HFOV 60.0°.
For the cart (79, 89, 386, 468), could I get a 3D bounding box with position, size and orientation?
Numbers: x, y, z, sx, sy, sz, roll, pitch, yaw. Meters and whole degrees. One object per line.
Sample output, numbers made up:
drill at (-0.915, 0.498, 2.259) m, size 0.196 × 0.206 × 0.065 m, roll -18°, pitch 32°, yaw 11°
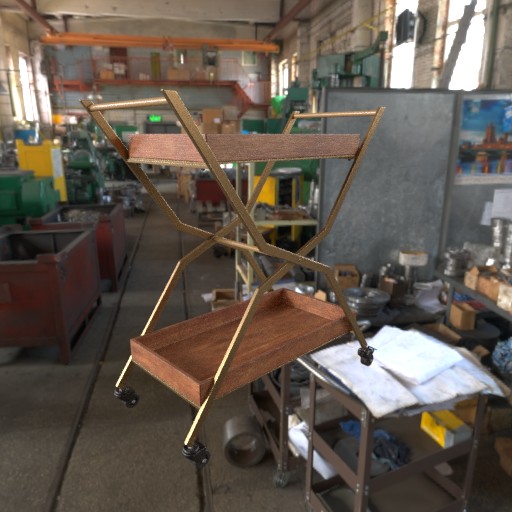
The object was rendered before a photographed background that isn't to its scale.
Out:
cart at (0.000, 0.000, 1.341) m, size 0.836 × 0.869 × 0.405 m, roll -14°, pitch 21°, yaw -42°
